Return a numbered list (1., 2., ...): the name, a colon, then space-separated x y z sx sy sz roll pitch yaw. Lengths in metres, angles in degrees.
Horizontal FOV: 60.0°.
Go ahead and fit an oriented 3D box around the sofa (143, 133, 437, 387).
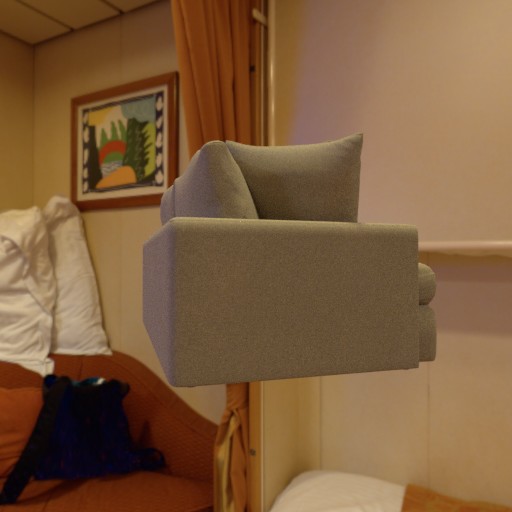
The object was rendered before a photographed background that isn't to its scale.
1. sofa: 0.000 0.000 2.646 1.228 1.080 1.869 0 -1 -17
